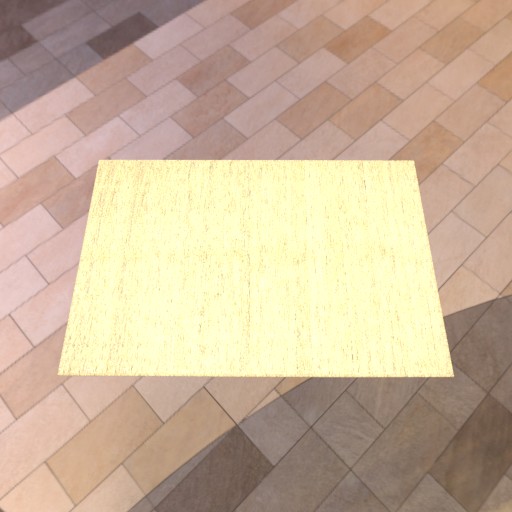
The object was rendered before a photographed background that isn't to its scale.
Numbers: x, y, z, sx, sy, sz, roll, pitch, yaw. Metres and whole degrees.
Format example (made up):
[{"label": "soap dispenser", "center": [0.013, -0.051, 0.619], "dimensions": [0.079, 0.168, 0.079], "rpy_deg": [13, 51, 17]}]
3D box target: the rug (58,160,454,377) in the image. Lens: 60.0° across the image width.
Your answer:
[{"label": "rug", "center": [0.000, 0.000, 2.338], "dimensions": [1.850, 0.015, 1.250], "rpy_deg": [0, 64, 0]}]
